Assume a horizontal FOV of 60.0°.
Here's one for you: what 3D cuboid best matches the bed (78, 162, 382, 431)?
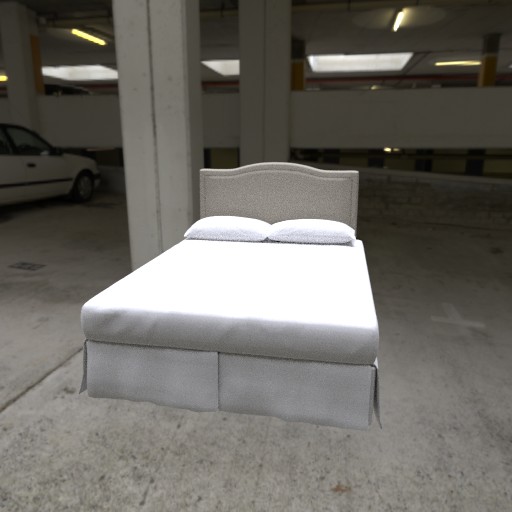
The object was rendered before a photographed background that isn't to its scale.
[{"bbox_3d":[0.000,0.000,3.747,1.977,1.437,2.477,3,15,10],"label":"bed"}]
